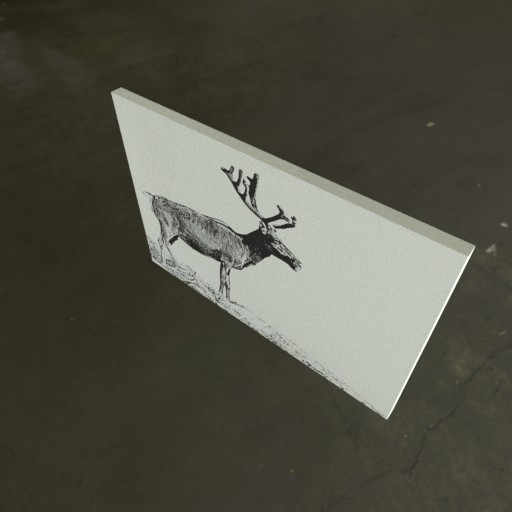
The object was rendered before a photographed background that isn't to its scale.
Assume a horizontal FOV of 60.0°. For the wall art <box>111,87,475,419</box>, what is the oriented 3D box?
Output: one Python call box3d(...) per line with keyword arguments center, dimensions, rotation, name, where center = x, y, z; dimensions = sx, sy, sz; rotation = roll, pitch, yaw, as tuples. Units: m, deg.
box3d(center=(0.000, 0.000, 1.142), dimensions=(0.906, 0.617, 0.033), rotation=(30, 53, 26), name="wall art")
